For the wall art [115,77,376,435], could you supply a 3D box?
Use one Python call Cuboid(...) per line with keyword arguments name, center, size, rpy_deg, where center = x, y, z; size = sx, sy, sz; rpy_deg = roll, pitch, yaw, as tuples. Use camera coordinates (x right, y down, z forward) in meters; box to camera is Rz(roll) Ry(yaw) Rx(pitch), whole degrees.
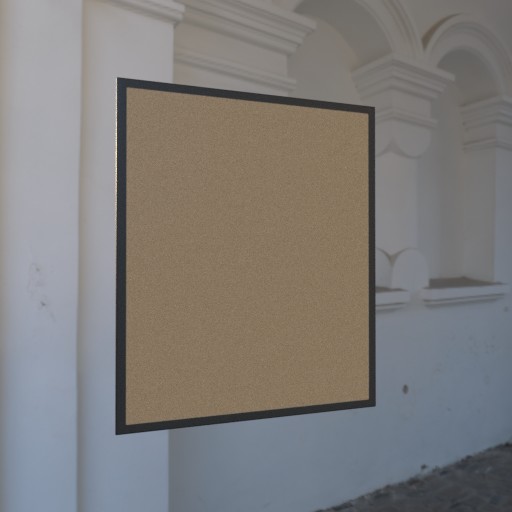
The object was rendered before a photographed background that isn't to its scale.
Cuboid(name="wall art", center=(0.000, 0.000, 0.797), size=(0.481, 0.582, 0.018), rpy_deg=(0, -1, -17))
